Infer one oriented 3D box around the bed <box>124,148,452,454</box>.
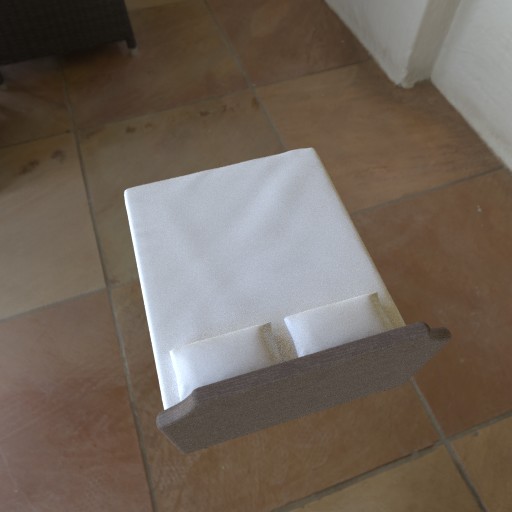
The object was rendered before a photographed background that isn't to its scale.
[{"bbox_3d":[0.000,0.000,4.201,2.350,1.590,2.773,-14,60,-9],"label":"bed"}]
